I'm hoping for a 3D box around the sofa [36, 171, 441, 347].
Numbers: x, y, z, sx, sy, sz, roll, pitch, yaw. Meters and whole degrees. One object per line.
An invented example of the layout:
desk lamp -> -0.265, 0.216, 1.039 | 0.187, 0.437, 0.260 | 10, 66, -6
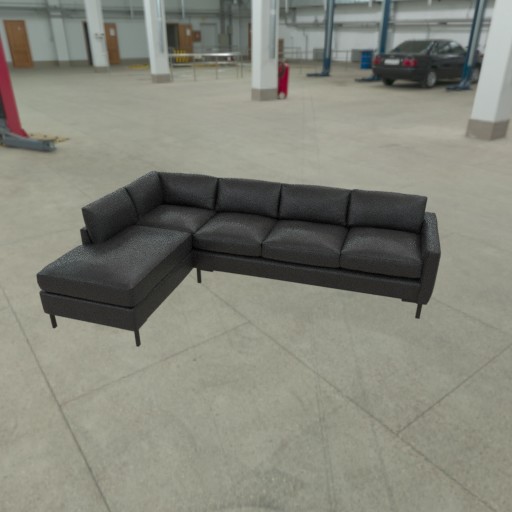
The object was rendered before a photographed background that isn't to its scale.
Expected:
sofa -> 0.000, 0.000, 3.849 | 2.984, 0.877, 1.938 | 8, 28, 16
